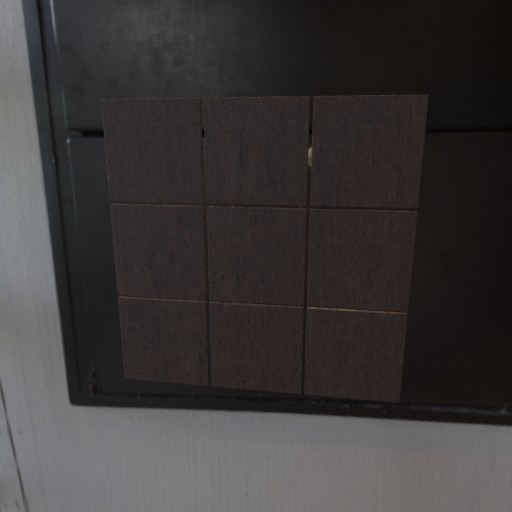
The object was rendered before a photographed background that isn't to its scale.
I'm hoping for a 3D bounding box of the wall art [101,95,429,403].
[{"bbox_3d":[0.000,0.000,1.351,0.915,0.914,0.013,2,15,9],"label":"wall art"}]
